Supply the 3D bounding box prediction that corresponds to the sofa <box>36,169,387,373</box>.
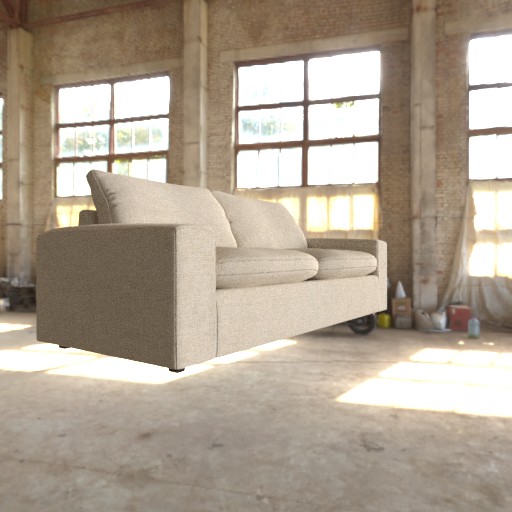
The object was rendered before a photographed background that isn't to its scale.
[{"bbox_3d":[0.000,0.000,2.825,1.040,0.922,2.299,0,0,35],"label":"sofa"}]
